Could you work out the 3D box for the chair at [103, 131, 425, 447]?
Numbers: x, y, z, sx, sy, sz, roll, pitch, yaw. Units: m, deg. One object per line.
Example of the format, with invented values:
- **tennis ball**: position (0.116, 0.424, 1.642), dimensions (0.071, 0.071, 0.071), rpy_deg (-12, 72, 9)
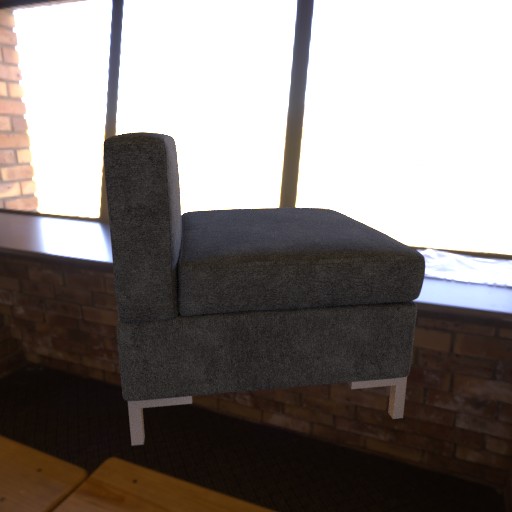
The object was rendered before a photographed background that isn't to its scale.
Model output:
- **chair**: position (0.000, 0.000, 1.226), dimensions (0.680, 0.660, 0.680), rpy_deg (-2, 15, -9)
